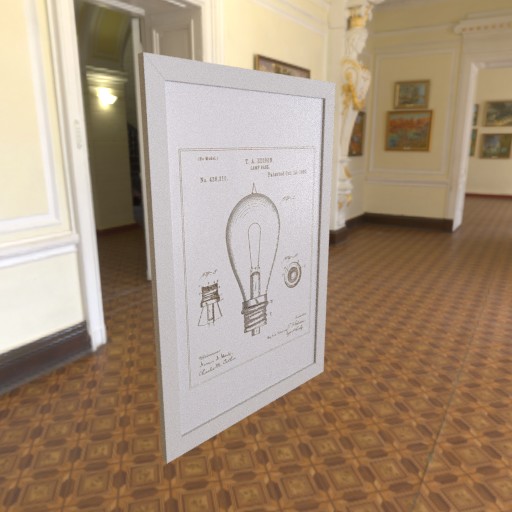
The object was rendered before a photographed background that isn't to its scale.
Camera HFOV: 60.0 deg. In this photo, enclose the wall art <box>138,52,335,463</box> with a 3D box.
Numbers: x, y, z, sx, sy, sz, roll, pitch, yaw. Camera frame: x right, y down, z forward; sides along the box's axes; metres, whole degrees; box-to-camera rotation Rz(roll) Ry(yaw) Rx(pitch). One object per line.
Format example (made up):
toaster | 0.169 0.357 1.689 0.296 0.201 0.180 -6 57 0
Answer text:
wall art | 0.000 0.000 0.609 0.010 0.474 0.325 14 20 43
